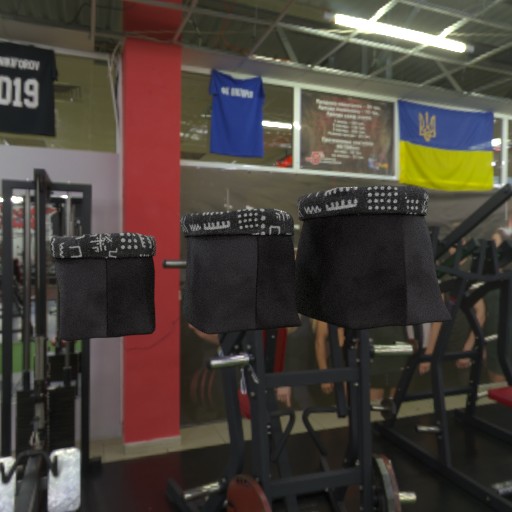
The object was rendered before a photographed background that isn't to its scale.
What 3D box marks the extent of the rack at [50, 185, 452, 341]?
[{"bbox_3d":[0.000,0.000,1.070,0.905,0.323,0.379,0,1,-18],"label":"rack"}]
